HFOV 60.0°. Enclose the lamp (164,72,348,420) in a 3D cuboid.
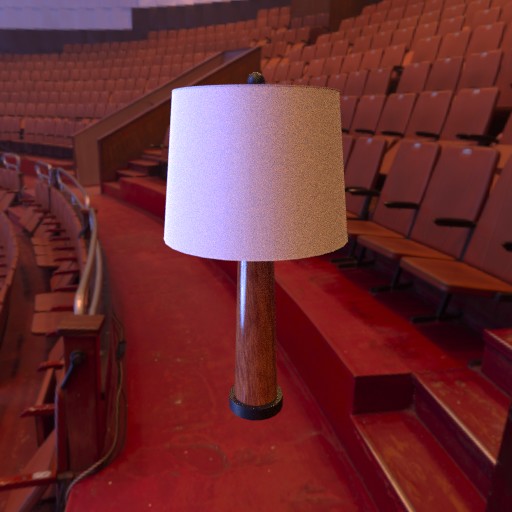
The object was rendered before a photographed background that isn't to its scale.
[{"bbox_3d":[0.000,0.000,0.867,0.349,0.667,0.349,0,16,0],"label":"lamp"}]
